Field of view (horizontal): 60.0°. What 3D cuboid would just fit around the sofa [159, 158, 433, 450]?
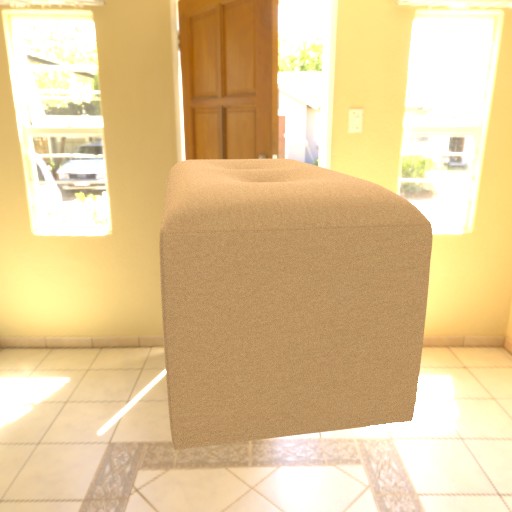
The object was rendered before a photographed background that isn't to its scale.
[{"bbox_3d":[0.000,0.000,1.195,0.480,0.470,0.930,-3,17,-10],"label":"sofa"}]
